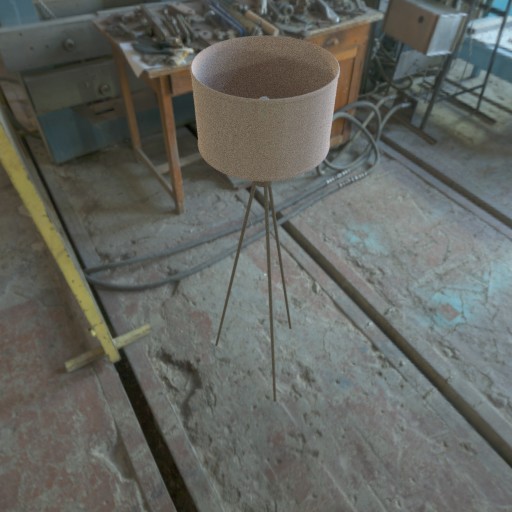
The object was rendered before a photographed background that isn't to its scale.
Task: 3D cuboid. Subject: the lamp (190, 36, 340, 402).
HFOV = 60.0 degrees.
[{"bbox_3d":[0.000,0.000,1.780,0.460,1.545,0.449,10,47,9],"label":"lamp"}]
